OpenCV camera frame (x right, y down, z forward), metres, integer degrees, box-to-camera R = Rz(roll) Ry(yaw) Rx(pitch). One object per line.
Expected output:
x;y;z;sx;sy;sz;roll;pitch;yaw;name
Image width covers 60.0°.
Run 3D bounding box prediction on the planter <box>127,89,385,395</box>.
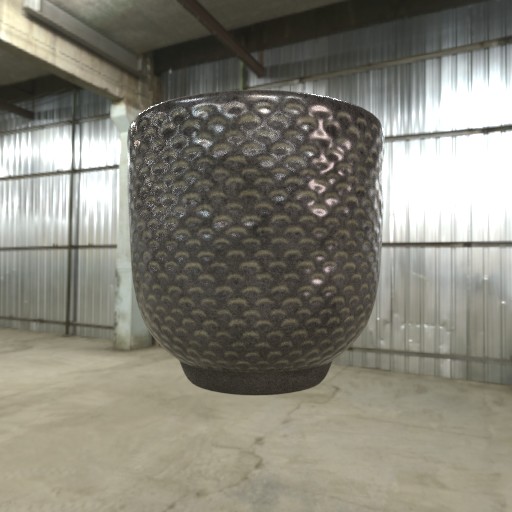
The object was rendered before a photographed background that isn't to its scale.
0.000;0.000;0.351;0.197;0.191;0.197;0;-1;0;planter
